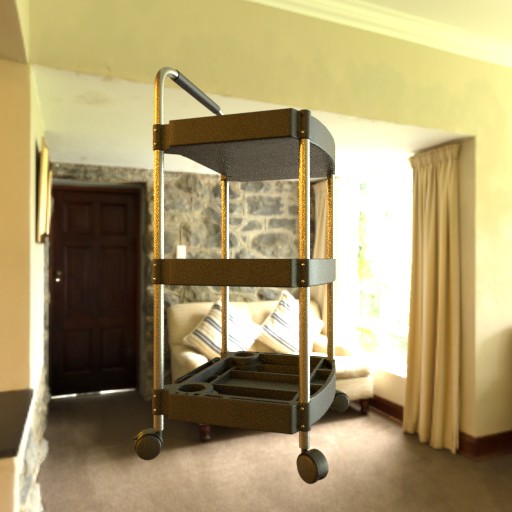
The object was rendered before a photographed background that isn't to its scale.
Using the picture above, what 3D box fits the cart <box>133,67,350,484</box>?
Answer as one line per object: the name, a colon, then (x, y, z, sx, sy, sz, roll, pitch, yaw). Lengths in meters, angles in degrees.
cart: (0.000, 0.000, 1.366, 0.518, 1.075, 0.584, 0, 0, 17)
